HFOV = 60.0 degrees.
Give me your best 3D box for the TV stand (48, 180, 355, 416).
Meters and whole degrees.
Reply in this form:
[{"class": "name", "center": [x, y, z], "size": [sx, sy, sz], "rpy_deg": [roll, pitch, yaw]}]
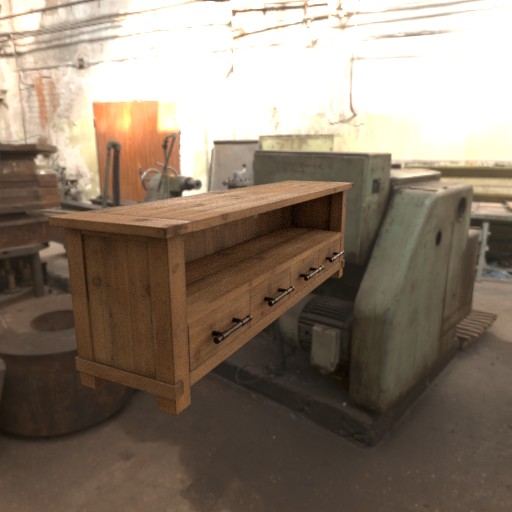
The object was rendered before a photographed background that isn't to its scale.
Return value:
[{"class": "TV stand", "center": [0.000, 0.000, 2.050], "size": [0.453, 0.573, 1.804], "rpy_deg": [7, 15, 26]}]
